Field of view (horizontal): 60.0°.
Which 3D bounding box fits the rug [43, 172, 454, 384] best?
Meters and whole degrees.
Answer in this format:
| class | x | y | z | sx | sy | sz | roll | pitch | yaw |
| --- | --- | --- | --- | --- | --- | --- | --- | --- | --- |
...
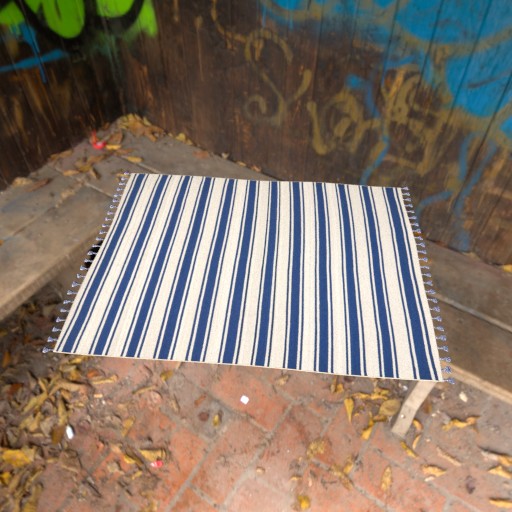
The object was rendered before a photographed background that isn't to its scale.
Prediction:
| class | x | y | z | sx | sy | sz | roll | pitch | yaw |
| --- | --- | --- | --- | --- | --- | --- | --- | --- | --- |
| rug | 0.000 | 0.000 | 4.436 | 3.416 | 0.016 | 2.471 | 4 | 48 | 3 |
